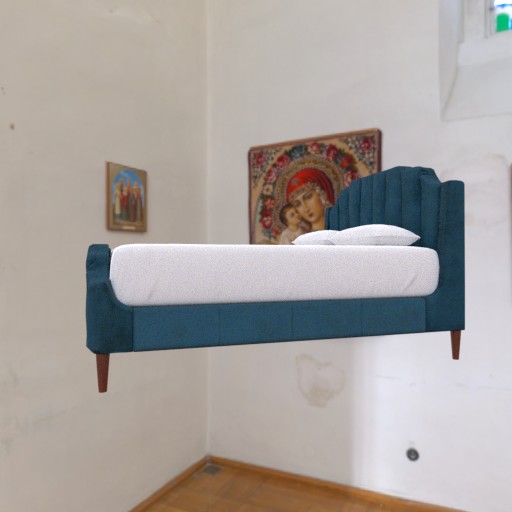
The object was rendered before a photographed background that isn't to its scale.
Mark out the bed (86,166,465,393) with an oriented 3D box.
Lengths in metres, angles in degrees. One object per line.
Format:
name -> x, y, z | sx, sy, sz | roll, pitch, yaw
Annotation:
bed -> 0.000, 0.000, 3.293 | 2.322, 1.351, 1.676 | 0, 0, -19
